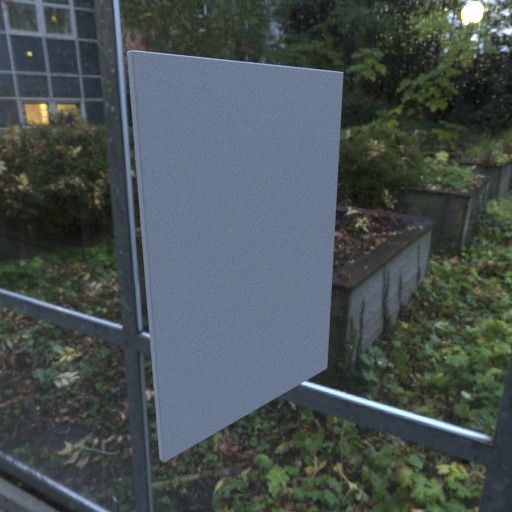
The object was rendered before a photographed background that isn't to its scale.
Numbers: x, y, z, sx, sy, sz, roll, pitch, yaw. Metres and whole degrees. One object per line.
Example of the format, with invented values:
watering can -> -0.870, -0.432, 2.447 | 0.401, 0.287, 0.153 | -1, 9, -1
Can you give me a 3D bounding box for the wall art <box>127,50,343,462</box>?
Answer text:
wall art -> 0.000, 0.000, 0.602 | 0.329, 0.482, 0.011 | -15, 23, -40
